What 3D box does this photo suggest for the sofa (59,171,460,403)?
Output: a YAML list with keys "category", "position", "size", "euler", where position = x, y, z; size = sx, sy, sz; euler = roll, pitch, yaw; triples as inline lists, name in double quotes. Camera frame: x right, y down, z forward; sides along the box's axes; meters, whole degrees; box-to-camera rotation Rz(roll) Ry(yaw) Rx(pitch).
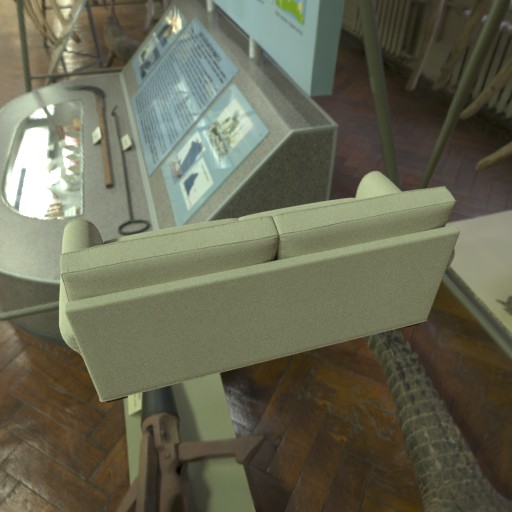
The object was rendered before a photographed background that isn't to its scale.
- category: "sofa"
  position: [0.000, 0.000, 2.630]
  size: [2.146, 0.962, 0.901]
  euler: [-11, 42, -13]
